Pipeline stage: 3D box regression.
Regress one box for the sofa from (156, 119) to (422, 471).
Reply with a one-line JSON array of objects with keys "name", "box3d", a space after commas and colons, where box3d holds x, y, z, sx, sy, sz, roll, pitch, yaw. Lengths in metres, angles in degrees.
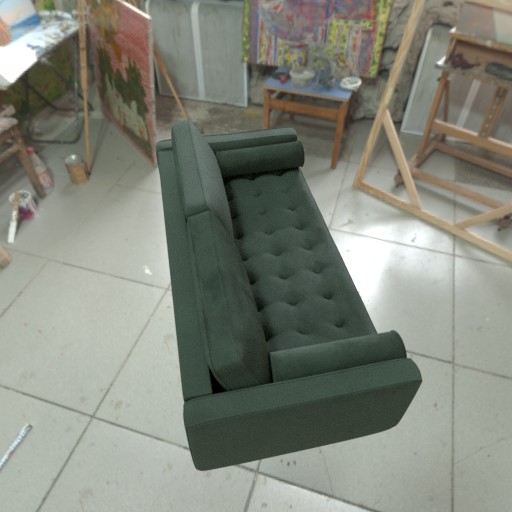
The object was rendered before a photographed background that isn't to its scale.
[{"name": "sofa", "box3d": [0.000, 0.000, 2.343, 0.916, 0.772, 1.880, -9, 47, -8]}]
